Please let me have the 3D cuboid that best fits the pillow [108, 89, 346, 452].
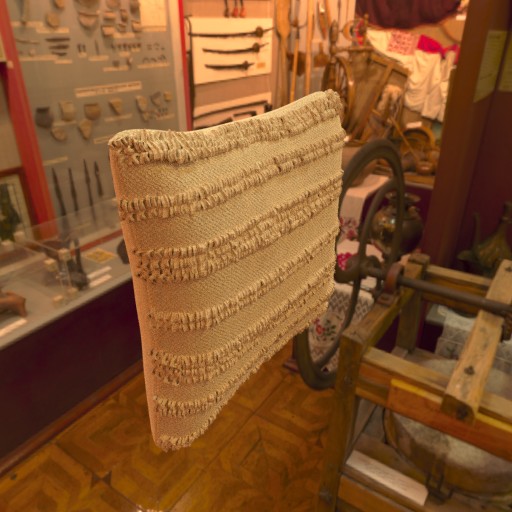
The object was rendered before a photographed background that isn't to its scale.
[{"bbox_3d":[0.000,0.000,0.645,0.145,0.427,0.437,19,33,31],"label":"pillow"}]
